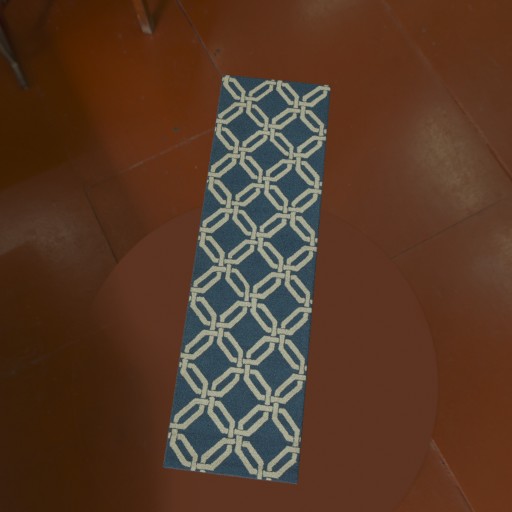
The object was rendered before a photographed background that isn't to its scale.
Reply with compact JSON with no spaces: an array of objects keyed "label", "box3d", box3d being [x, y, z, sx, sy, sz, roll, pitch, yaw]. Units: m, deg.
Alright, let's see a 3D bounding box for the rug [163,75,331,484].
[{"label":"rug","box3d":[0.000,0.000,2.486,0.678,0.014,2.276,6,76,2]}]
